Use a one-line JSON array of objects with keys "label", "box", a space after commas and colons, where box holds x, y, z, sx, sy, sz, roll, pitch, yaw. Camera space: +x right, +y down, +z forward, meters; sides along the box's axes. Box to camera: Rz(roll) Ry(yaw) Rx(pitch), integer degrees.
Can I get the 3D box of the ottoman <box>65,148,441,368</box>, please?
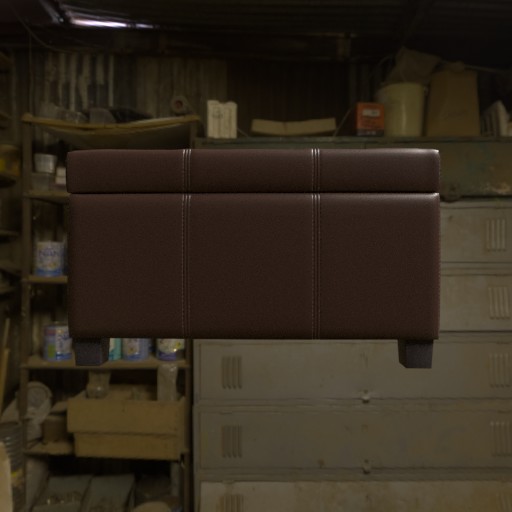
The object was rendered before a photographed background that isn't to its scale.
[{"label": "ottoman", "box": [0.000, 0.000, 1.293, 0.788, 0.460, 0.787, 0, 0, 1]}]
